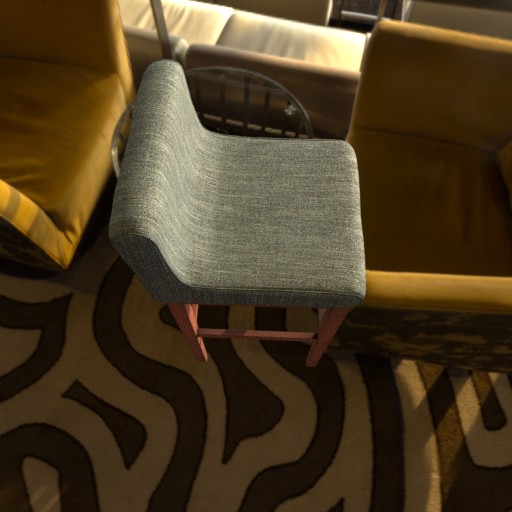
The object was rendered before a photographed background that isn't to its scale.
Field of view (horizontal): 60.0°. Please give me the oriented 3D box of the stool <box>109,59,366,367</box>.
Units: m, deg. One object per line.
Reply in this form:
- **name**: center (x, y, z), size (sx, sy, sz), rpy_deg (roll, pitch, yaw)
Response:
- **stool**: center (0.000, 0.000, 1.245), size (0.499, 0.965, 0.426), rpy_deg (2, 63, 1)
